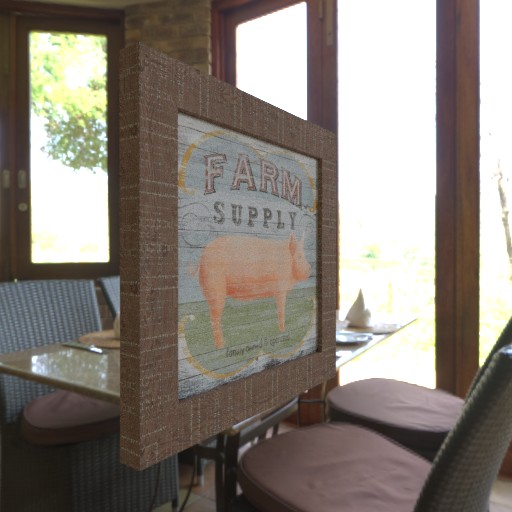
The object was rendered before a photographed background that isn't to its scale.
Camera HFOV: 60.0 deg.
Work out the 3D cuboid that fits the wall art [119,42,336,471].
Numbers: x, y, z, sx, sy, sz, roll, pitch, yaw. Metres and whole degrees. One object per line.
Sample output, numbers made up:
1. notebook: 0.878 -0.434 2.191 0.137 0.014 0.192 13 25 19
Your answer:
1. wall art: 0.000 0.000 0.771 0.040 0.531 0.531 0 0 37
